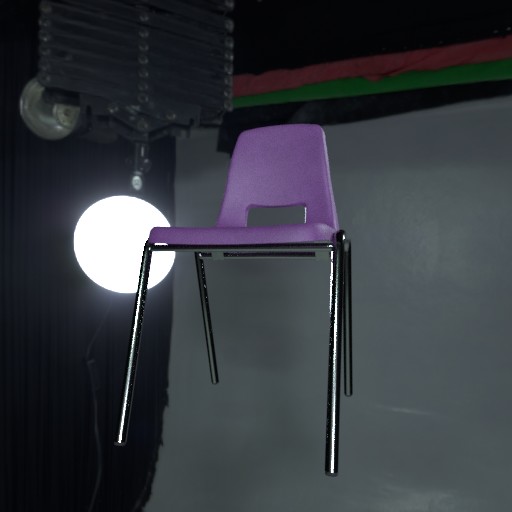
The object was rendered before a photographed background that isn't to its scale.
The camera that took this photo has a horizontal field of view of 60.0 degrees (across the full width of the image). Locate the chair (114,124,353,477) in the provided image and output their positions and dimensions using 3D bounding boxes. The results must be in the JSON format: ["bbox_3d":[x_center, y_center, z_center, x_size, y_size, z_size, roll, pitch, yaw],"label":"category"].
[{"bbox_3d":[0.000,0.000,0.906,0.381,0.654,0.432,0,0,17],"label":"chair"}]
